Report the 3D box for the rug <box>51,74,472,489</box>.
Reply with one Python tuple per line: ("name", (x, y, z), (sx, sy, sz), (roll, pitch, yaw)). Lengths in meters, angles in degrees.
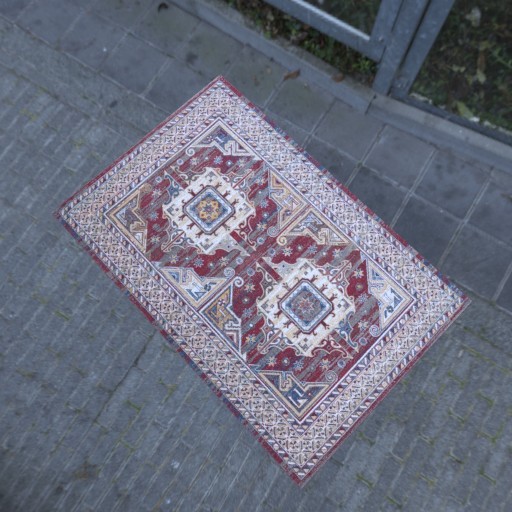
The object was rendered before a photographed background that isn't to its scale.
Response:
("rug", (0.000, 0.000, 5.651), (3.033, 0.033, 4.578), (-43, 79, -11))
